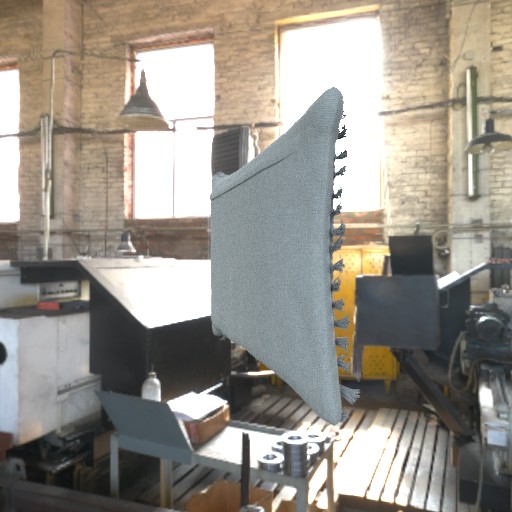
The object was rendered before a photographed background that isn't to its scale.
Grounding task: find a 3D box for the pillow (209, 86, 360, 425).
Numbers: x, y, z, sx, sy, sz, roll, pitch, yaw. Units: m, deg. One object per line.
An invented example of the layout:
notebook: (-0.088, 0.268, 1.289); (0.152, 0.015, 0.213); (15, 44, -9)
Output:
pillow: (0.000, 0.000, 0.605); (0.084, 0.305, 0.466); (0, 0, -18)
